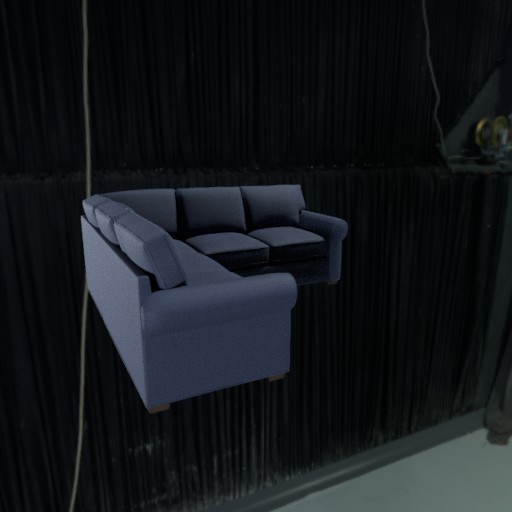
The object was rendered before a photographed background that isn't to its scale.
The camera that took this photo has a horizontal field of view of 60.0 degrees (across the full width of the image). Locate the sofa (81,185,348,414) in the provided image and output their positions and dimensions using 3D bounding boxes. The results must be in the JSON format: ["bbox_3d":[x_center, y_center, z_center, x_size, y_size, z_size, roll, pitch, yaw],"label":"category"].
[{"bbox_3d":[0.000,0.000,3.887,2.562,1.042,2.487,-7,16,-27],"label":"sofa"}]
